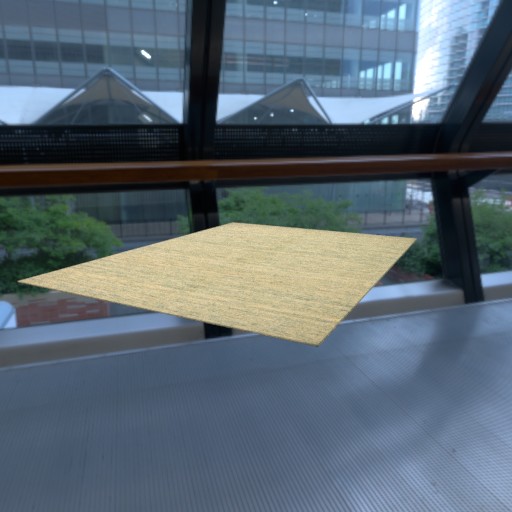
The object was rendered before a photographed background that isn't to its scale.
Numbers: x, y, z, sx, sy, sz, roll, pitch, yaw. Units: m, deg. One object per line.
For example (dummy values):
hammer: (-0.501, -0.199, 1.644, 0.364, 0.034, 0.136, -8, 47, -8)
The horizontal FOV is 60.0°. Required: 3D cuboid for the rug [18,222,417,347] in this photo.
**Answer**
rug: (0.000, 0.000, 4.211, 2.437, 0.014, 3.201, 7, 15, 27)
